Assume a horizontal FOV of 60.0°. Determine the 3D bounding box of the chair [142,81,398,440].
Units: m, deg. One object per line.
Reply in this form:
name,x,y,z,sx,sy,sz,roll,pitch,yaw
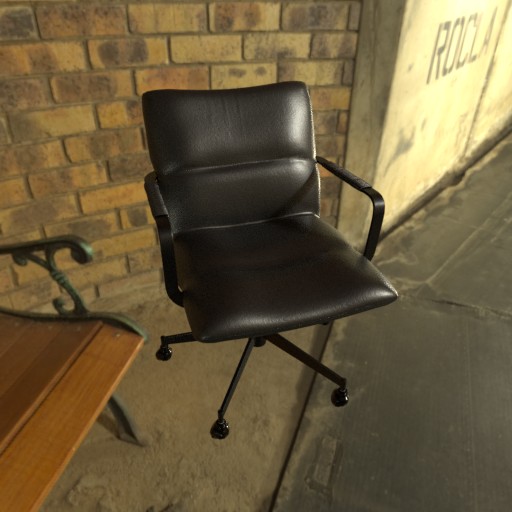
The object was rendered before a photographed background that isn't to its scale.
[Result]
chair,0.000,0.000,1.429,0.719,0.922,0.748,-10,33,-15
